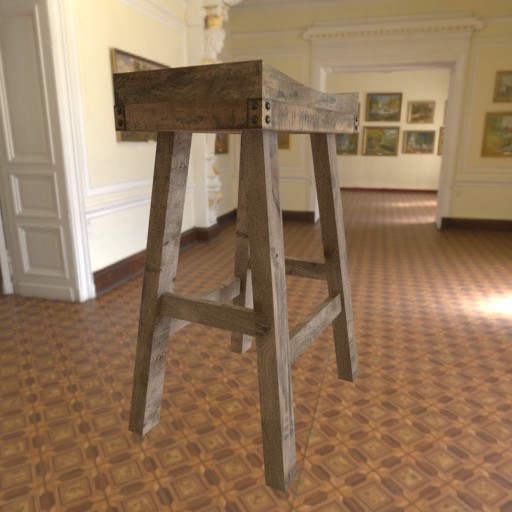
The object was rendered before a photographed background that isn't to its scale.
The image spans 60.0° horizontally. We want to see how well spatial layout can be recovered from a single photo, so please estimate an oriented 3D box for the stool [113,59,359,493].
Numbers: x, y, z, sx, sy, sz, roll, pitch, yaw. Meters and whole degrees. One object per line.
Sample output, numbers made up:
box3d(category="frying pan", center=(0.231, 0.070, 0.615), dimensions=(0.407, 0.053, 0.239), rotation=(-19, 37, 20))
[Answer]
box3d(category="stool", center=(0.000, 0.000, 0.873), dimensions=(0.330, 0.635, 0.450), rotation=(8, 16, 27))
